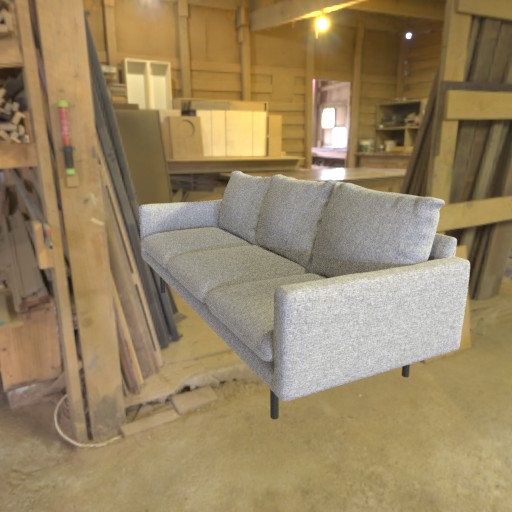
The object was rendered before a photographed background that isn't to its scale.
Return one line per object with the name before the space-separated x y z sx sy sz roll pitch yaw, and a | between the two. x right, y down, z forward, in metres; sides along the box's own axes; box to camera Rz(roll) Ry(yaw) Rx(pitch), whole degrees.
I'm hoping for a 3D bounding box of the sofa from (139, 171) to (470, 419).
sofa | 0.000 0.000 2.410 0.850 0.830 2.000 -8 17 -26
